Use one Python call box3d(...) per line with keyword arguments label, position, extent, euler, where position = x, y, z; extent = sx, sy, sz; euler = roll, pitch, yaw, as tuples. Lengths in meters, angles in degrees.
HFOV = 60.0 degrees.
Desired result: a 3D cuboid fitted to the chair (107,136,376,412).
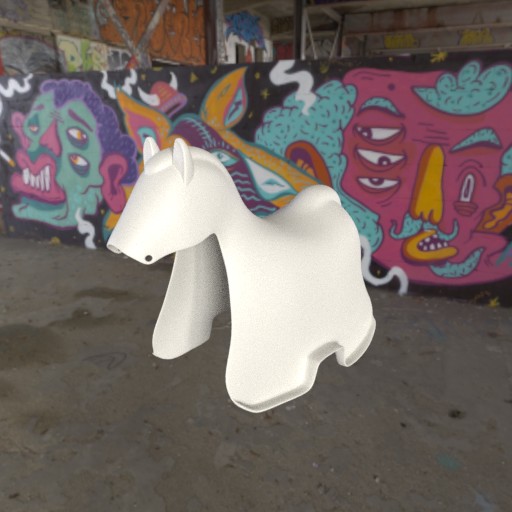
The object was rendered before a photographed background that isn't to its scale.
box3d(label="chair", position=(0.000, 0.000, 1.156), extent=(0.429, 0.612, 0.800), euler=(16, 23, 41))
